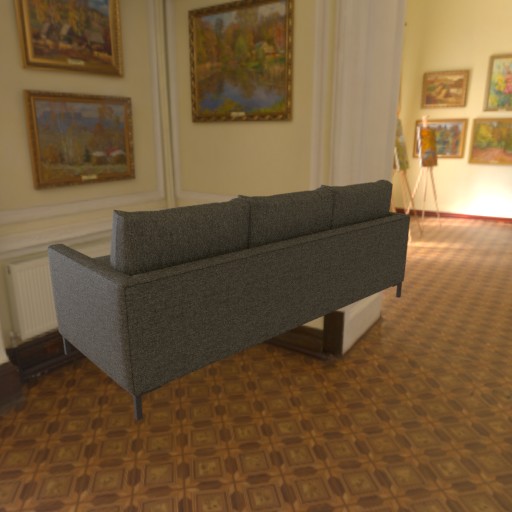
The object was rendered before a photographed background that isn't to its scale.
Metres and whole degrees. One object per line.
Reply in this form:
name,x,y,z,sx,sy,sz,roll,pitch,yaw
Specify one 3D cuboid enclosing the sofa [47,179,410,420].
sofa,0.000,0.000,2.793,2.253,0.879,0.876,-14,21,-41
